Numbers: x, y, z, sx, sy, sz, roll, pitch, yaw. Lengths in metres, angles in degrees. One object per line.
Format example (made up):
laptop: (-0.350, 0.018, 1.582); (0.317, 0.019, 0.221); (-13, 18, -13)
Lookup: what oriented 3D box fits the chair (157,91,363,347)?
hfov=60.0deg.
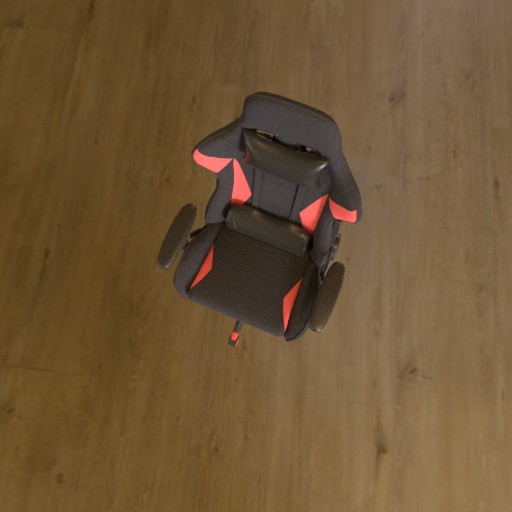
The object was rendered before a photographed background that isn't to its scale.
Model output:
chair: (0.000, 0.000, 1.739); (0.695, 1.326, 0.658); (22, 76, 6)
